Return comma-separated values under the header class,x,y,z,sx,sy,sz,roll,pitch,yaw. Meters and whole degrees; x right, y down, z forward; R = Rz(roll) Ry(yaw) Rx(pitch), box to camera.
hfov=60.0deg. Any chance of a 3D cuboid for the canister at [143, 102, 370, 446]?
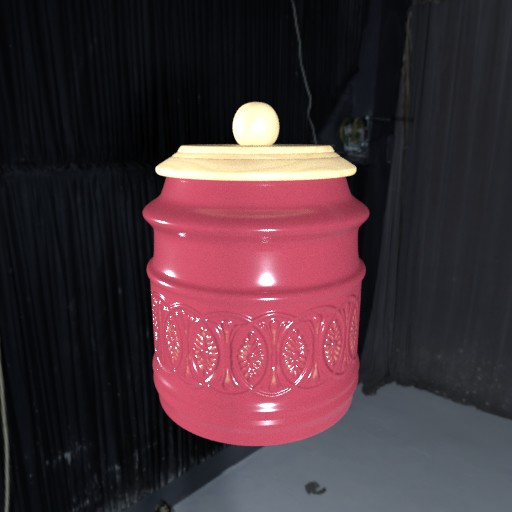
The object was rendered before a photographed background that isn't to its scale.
class,x,y,z,sx,sy,sz,roll,pitch,yaw
canister,0.000,0.000,0.268,0.130,0.176,0.130,0,15,0
